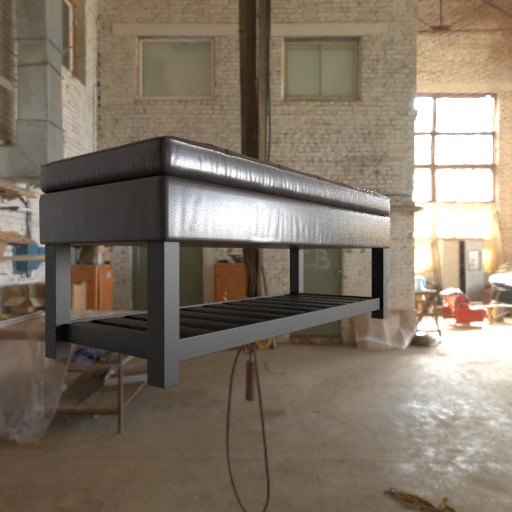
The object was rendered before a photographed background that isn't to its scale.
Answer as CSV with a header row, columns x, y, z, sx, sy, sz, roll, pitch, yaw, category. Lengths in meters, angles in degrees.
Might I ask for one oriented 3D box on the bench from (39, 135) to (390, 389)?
x,y,z,sx,sy,sz,roll,pitch,yaw,category
0.000,0.000,1.323,0.432,0.460,1.105,0,0,37,bench
